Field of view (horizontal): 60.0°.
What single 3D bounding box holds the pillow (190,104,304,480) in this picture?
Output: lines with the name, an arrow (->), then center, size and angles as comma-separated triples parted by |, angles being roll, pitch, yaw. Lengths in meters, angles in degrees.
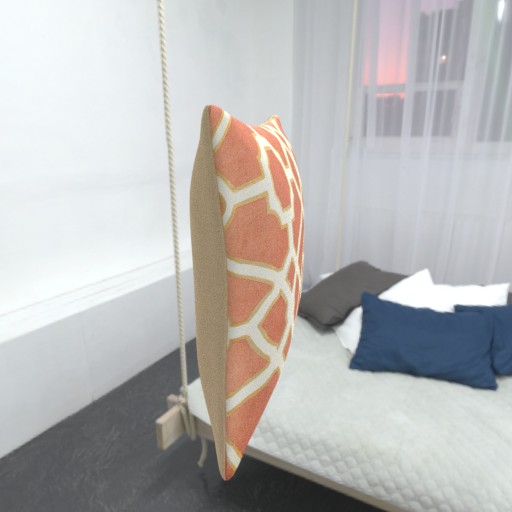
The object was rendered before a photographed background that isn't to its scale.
pillow -> 0.000, 0.000, 0.817 | 0.166, 0.508, 0.552 | 3, 17, 10
